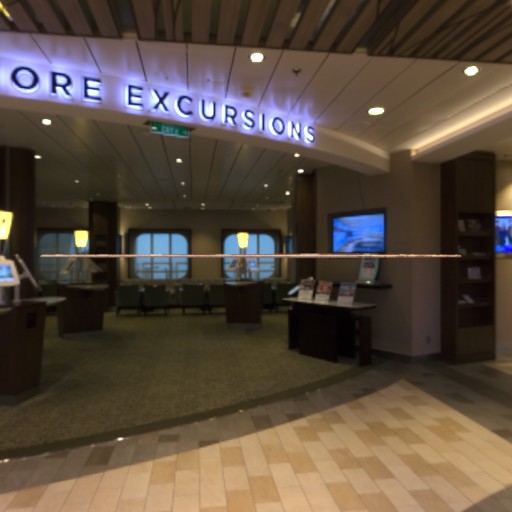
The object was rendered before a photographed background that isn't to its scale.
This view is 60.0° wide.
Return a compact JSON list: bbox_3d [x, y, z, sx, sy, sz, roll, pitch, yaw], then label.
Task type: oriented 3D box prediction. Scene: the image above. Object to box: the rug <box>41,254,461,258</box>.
[{"bbox_3d":[0.000,0.000,4.119,3.049,0.021,2.466,0,0,36],"label":"rug"}]
